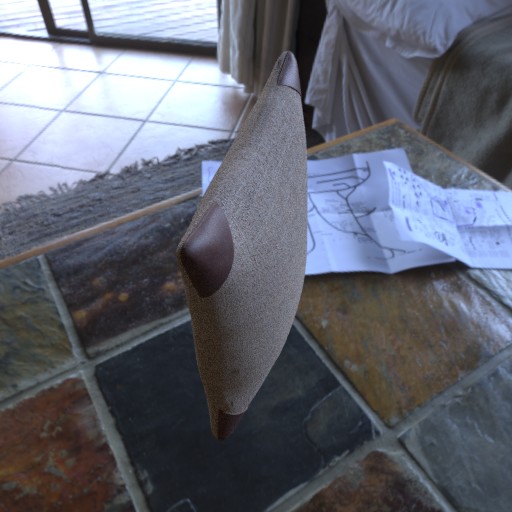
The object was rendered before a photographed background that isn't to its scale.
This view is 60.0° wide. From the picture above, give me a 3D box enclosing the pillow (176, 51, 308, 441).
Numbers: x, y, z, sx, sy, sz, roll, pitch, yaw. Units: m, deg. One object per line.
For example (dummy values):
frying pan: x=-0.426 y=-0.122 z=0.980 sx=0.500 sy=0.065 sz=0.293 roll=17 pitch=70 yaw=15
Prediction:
pillow: x=0.000 y=0.000 z=0.670 sx=0.147 sy=0.448 sz=0.437 roll=10 pitch=47 yaw=10
